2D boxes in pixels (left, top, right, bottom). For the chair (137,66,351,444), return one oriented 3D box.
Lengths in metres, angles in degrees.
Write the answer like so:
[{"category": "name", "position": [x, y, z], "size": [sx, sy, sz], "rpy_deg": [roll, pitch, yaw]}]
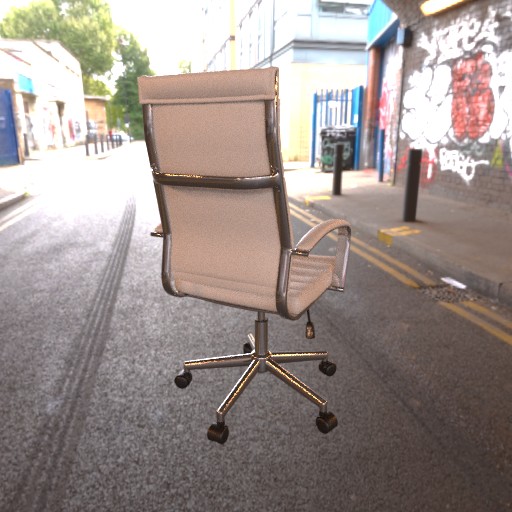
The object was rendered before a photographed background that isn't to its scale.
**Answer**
[{"category": "chair", "position": [0.000, 0.000, 1.566], "size": [0.679, 1.149, 0.679], "rpy_deg": [8, 18, 26]}]
